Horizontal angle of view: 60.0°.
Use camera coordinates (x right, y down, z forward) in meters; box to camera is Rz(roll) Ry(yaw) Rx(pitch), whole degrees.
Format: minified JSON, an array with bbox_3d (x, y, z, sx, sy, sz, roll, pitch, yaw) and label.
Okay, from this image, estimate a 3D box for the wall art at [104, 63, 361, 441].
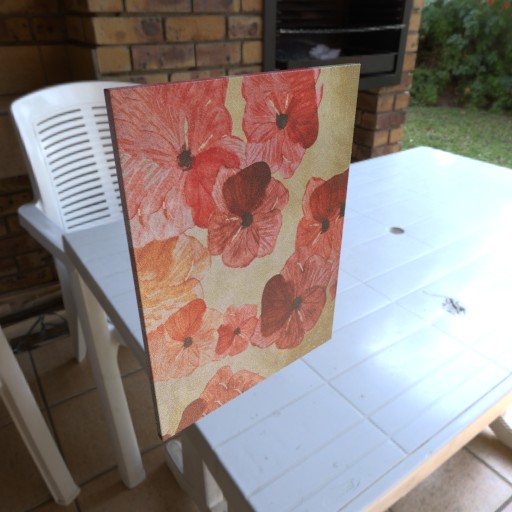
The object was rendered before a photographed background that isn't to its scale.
[{"bbox_3d":[0.000,0.000,1.326,0.762,1.015,0.031,-22,36,-34],"label":"wall art"}]
